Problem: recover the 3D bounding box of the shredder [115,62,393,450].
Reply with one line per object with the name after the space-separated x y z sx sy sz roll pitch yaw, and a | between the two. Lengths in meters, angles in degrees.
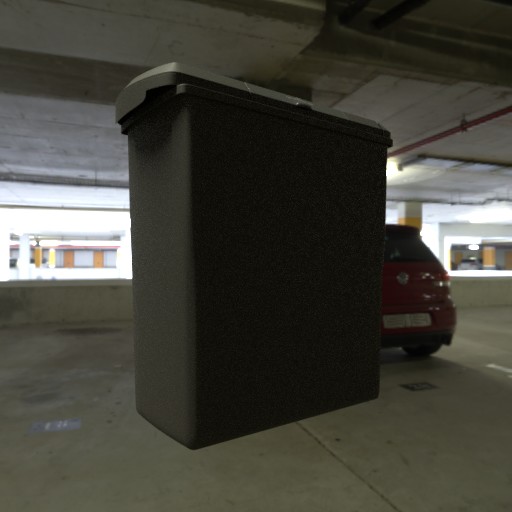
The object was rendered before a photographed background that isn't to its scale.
0.000 0.000 0.507 0.320 0.335 0.170 1 -1 -37 | shredder
